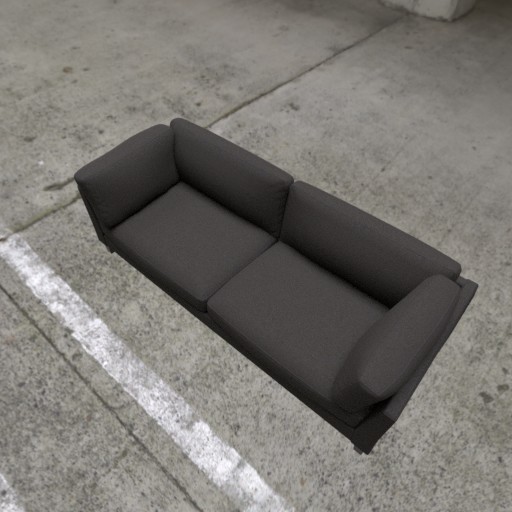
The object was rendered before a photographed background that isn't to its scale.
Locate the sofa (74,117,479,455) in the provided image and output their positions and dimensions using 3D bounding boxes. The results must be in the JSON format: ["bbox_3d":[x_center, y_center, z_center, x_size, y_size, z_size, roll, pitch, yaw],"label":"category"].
[{"bbox_3d":[0.000,0.000,2.698,2.312,0.792,0.969,33,56,26],"label":"sofa"}]
